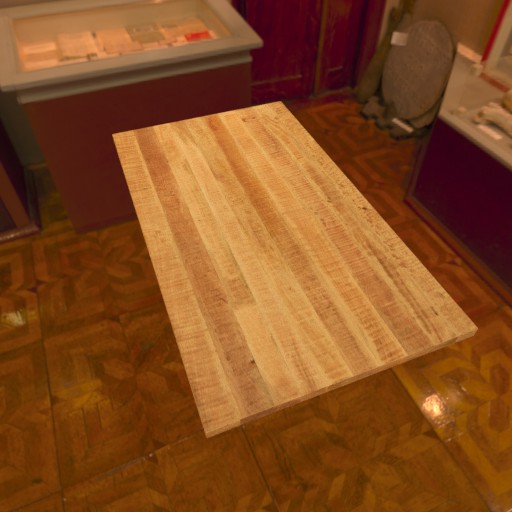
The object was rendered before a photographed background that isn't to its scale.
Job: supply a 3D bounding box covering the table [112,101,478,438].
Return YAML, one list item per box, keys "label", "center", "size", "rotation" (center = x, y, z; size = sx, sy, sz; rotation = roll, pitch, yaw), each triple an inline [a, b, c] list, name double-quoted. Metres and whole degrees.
- label: "table"
  center: [0.000, 0.000, 1.674]
  size: [0.760, 0.455, 1.320]
  rotation: [-16, 49, -14]
